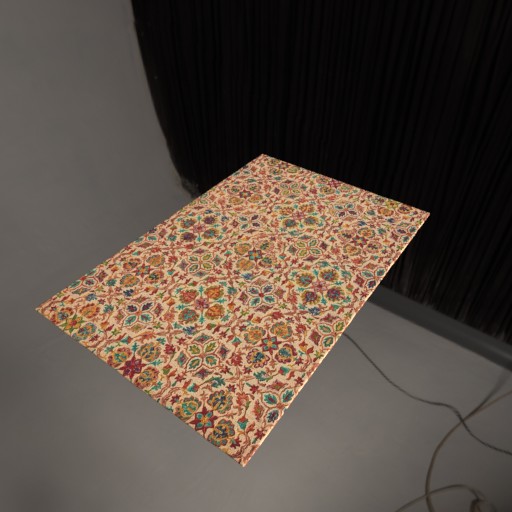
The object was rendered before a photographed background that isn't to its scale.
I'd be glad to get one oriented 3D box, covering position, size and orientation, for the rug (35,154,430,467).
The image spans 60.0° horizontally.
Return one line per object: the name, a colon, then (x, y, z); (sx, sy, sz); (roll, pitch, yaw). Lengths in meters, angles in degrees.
rug: (0.000, 0.000, 2.951); (1.541, 0.018, 2.297); (26, 48, 26)
